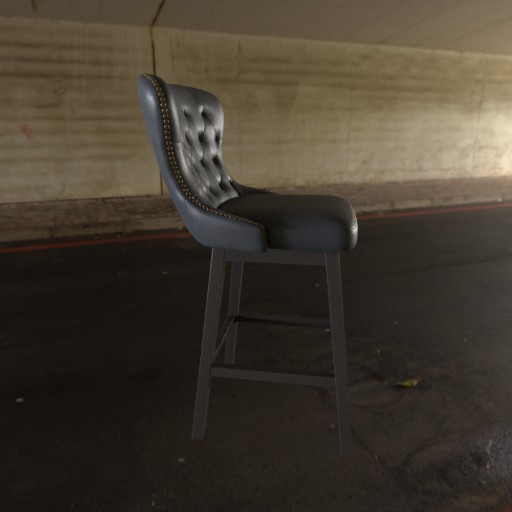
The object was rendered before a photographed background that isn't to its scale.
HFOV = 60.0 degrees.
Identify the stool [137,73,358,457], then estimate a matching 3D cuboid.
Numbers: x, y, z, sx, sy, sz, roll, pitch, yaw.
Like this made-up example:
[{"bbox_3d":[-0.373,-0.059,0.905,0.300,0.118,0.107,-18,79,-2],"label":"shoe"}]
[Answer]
[{"bbox_3d":[0.000,0.000,1.299,0.593,0.971,0.528,3,16,9],"label":"stool"}]
